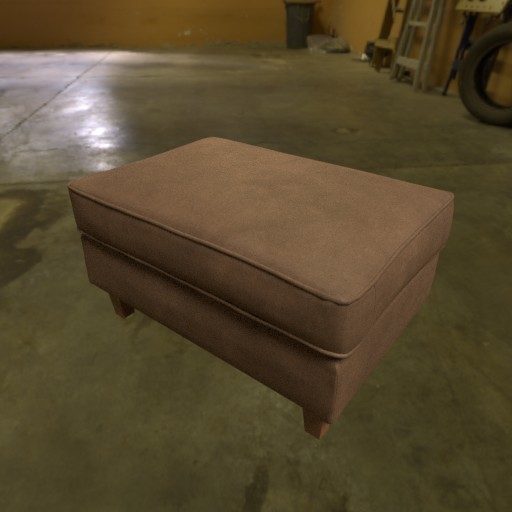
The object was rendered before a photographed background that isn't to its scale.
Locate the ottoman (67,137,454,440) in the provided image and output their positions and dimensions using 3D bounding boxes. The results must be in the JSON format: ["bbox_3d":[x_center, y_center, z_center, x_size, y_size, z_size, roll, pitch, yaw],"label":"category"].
[{"bbox_3d":[0.000,0.000,1.235,0.860,0.481,0.596,22,37,32],"label":"ottoman"}]
